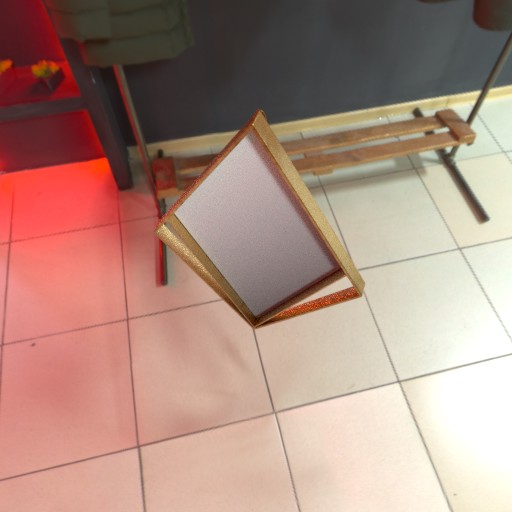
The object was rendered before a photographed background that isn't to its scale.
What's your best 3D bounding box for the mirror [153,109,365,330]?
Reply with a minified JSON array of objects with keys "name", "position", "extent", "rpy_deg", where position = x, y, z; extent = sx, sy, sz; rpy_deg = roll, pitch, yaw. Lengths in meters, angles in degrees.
[{"name":"mirror","position":[0.000,0.000,0.845],"extent":[0.419,0.679,0.032],"rpy_deg":[17,60,10]}]
